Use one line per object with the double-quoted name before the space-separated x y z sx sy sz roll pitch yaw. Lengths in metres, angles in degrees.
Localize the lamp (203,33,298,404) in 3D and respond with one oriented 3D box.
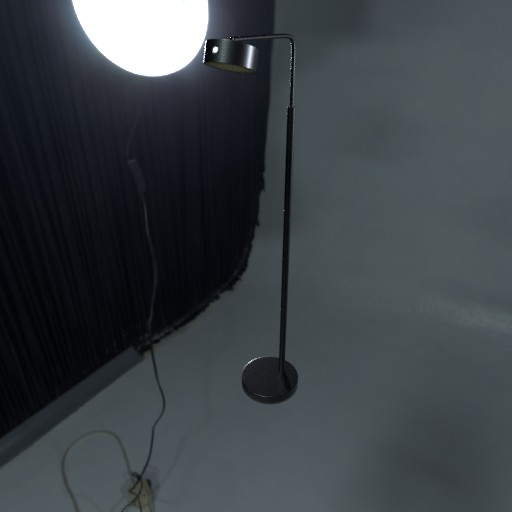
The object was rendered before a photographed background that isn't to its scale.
"lamp" 0.000 0.000 1.372 0.219 1.230 0.418 17 33 28
